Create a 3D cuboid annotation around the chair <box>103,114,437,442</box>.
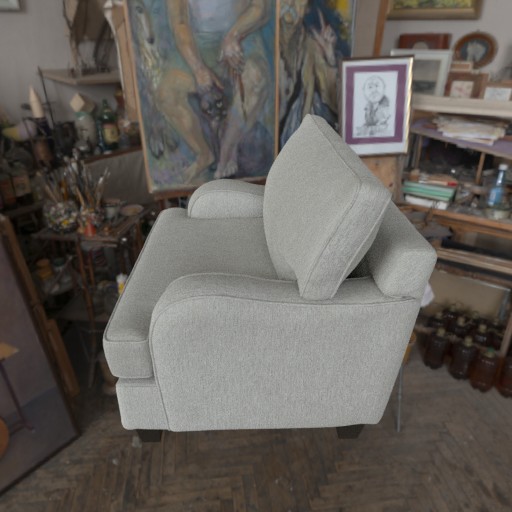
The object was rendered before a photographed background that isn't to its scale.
[{"bbox_3d":[0.000,0.000,1.933,1.041,1.016,1.220,-1,27,-1],"label":"chair"}]
